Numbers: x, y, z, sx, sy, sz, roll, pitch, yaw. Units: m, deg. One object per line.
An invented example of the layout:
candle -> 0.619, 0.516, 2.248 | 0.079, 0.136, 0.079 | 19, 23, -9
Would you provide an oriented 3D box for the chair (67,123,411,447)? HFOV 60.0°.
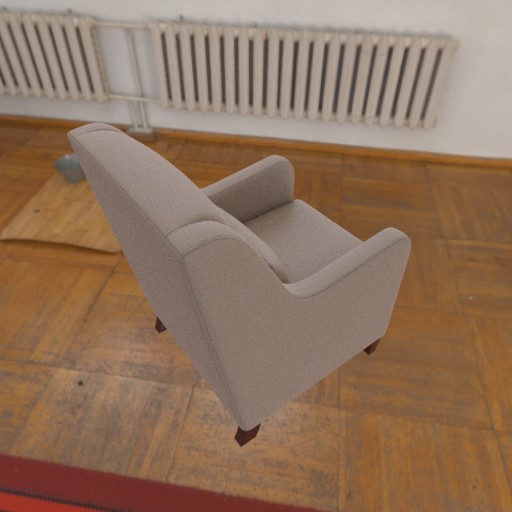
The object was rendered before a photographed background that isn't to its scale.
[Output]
chair -> 0.000, 0.000, 1.608 | 0.896, 1.017, 0.715 | -26, 47, -26
